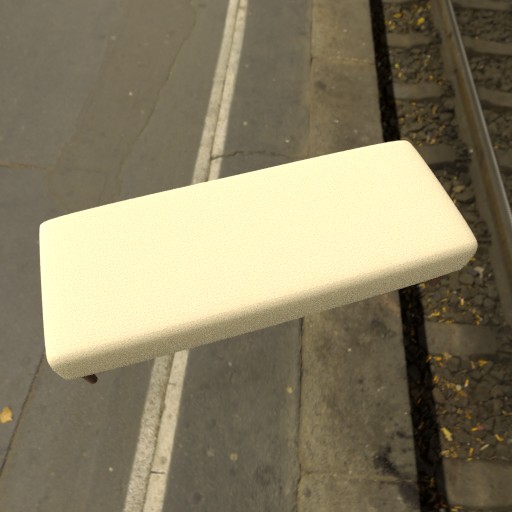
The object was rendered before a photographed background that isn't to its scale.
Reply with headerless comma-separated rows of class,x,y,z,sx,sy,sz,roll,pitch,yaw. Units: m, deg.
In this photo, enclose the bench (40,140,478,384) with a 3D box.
bench,0.000,0.000,1.851,1.609,0.393,0.646,-14,59,-9
